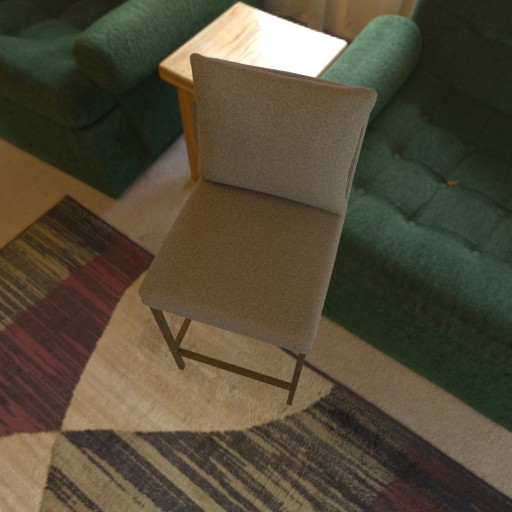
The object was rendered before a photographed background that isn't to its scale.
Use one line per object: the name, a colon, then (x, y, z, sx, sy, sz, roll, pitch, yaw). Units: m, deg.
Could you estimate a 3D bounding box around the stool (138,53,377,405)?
stool: (0.000, 0.000, 1.345, 0.463, 1.030, 0.569, 15, 60, 9)
